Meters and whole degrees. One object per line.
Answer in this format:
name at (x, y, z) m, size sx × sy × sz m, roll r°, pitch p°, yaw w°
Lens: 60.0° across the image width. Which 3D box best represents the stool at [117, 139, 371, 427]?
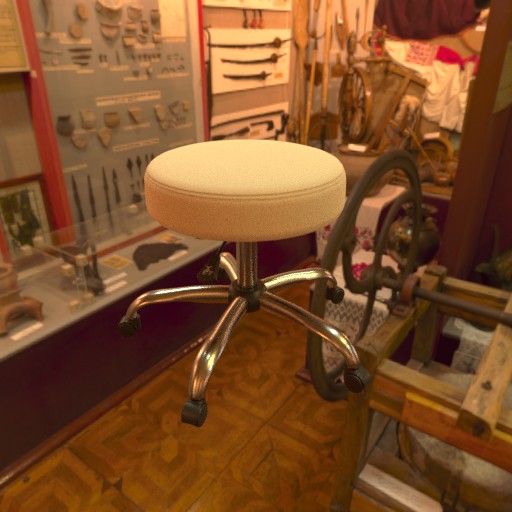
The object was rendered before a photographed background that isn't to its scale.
stool at (0.000, 0.000, 1.032) m, size 0.614 × 0.482 × 0.634 m, roll 19°, pitch 32°, yaw 34°
